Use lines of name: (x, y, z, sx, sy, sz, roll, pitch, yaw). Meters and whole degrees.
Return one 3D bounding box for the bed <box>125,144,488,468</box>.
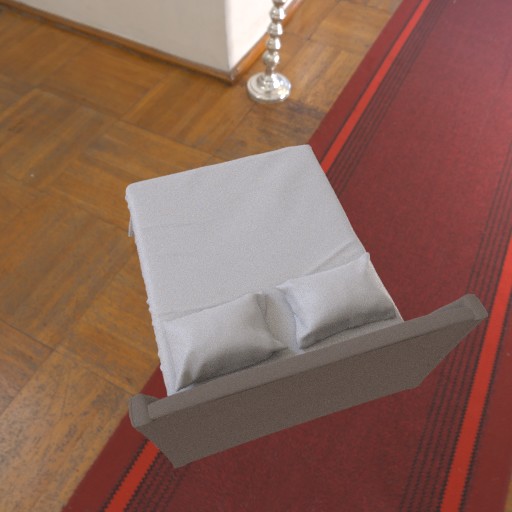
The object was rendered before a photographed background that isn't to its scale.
bed: (0.000, 0.000, 3.316, 1.925, 1.332, 2.276, -15, 58, -9)
